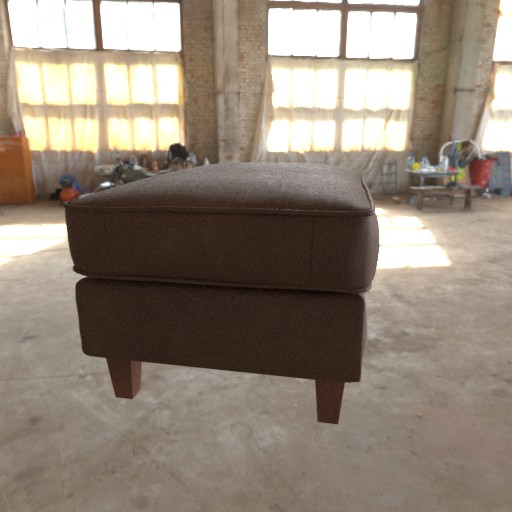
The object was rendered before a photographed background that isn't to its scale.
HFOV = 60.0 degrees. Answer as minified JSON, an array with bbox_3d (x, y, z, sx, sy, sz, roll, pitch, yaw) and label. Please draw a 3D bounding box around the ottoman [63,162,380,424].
[{"bbox_3d":[0.000,0.000,1.211,0.596,0.481,0.860,3,16,11],"label":"ottoman"}]
